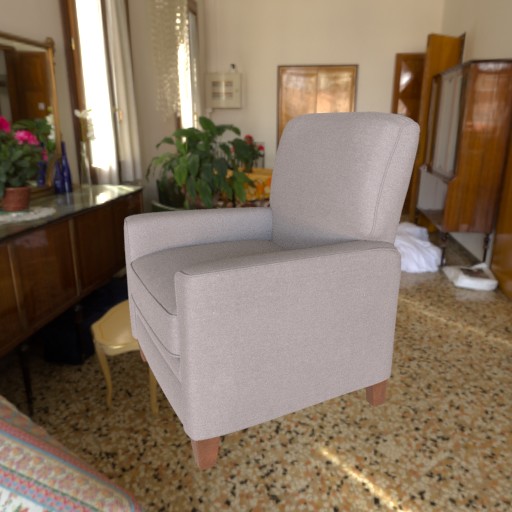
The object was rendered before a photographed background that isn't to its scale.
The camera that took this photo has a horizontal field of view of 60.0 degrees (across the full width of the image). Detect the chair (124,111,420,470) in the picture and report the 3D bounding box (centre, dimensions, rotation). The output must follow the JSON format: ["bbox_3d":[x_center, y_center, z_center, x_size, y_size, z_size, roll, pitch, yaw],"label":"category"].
[{"bbox_3d":[0.000,0.000,1.650,0.859,1.023,0.845,-9,19,-26],"label":"chair"}]
